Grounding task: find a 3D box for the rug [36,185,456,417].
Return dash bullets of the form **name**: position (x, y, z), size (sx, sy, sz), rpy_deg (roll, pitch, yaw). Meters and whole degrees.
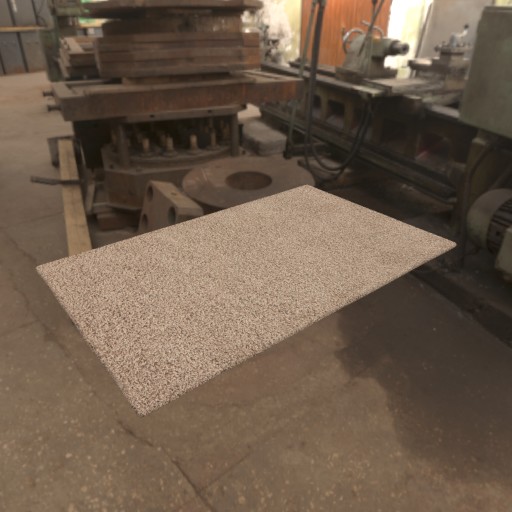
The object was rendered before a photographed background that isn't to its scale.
- **rug**: position (0.000, 0.000, 3.002), size (2.438, 0.030, 1.524), rpy_deg (-21, 36, -33)
